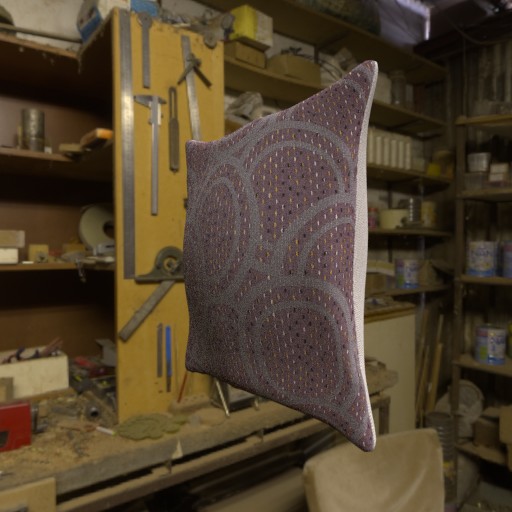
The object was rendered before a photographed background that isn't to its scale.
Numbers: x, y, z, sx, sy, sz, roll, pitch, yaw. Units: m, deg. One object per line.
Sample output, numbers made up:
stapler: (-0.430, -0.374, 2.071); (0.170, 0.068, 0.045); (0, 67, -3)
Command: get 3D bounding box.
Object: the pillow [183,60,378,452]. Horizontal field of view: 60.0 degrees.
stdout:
pillow: (0.000, 0.000, 0.781); (0.163, 0.513, 0.514); (0, 1, -37)
